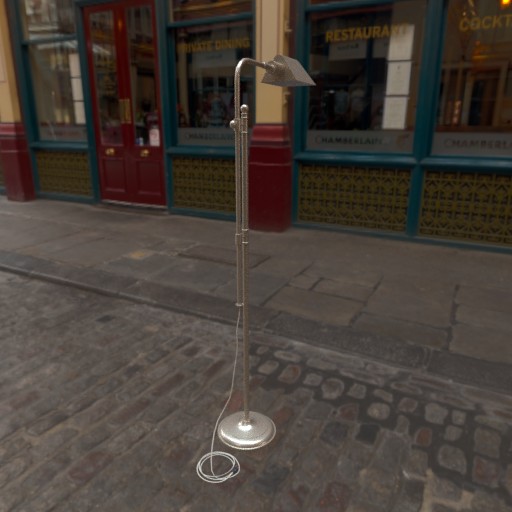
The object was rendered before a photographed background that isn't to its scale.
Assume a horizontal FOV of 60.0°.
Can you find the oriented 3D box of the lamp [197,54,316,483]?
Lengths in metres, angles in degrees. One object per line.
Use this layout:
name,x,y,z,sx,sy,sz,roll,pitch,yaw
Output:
lamp,0.000,0.000,1.813,0.256,1.571,0.813,8,18,27
